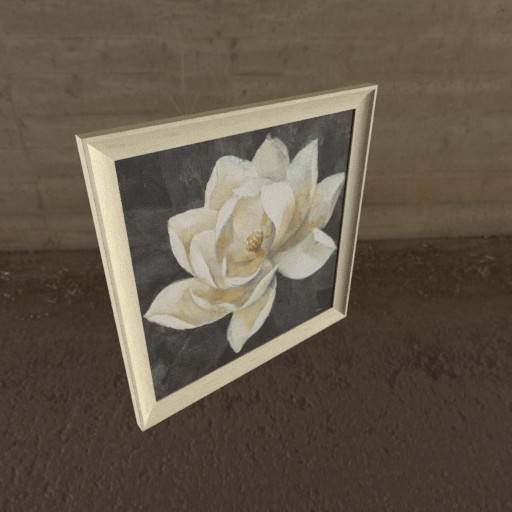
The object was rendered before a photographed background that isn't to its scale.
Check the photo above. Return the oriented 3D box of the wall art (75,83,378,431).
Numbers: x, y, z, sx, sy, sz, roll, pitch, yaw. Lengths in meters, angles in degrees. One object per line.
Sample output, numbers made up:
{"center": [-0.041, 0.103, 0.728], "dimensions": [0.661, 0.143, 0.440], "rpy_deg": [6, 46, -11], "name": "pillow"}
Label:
{"center": [0.000, 0.000, 1.534], "dimensions": [1.016, 1.016, 0.045], "rpy_deg": [-22, 38, -31], "name": "wall art"}
